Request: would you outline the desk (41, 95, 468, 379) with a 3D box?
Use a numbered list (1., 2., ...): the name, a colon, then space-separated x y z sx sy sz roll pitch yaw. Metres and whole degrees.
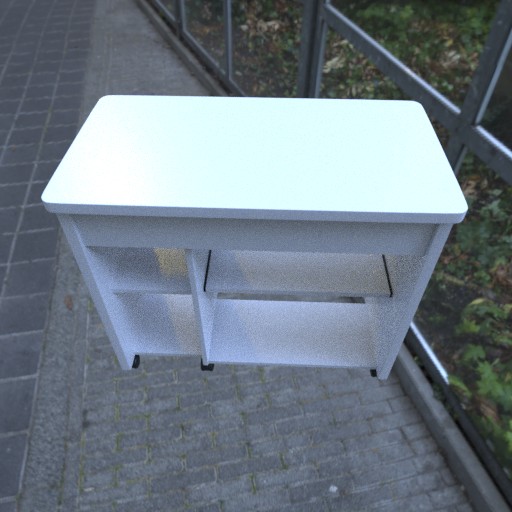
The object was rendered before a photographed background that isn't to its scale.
1. desk: 0.000 0.000 1.327 0.877 0.763 0.475 2 46 2
